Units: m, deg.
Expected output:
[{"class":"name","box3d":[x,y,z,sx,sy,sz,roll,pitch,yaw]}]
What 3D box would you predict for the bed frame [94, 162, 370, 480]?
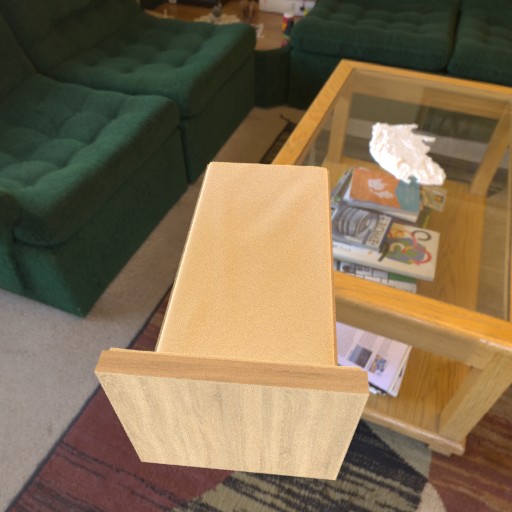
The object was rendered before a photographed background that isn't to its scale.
[{"class":"bed frame","box3d":[0.000,0.000,2.651,0.990,0.920,2.140,4,46,4]}]
